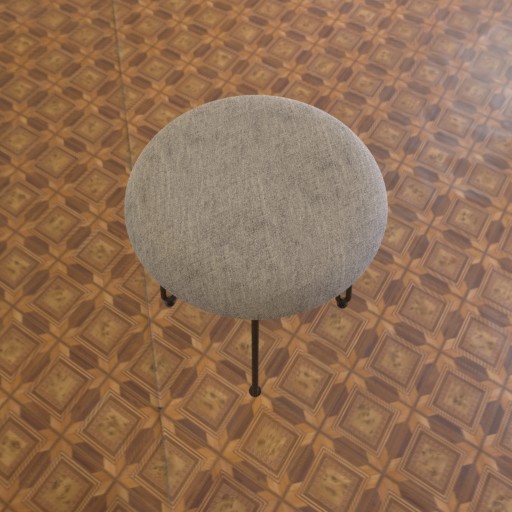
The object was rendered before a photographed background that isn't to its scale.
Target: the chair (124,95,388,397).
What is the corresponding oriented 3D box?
[{"bbox_3d":[0.000,0.000,0.667,0.350,0.386,0.350,1,63,0],"label":"chair"}]
